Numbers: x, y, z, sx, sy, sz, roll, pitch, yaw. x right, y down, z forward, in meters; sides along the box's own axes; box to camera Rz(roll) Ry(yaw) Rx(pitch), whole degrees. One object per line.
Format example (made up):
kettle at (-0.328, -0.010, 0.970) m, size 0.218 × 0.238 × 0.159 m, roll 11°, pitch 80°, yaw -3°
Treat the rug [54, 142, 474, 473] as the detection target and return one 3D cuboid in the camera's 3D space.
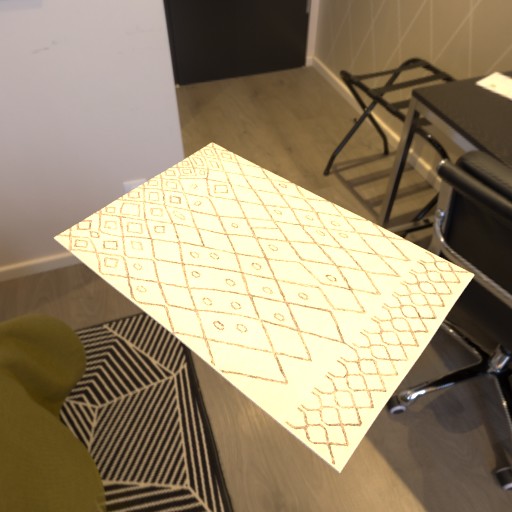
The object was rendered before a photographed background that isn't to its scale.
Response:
rug at (0.000, 0.000, 2.298) m, size 1.828 × 0.015 × 1.222 m, roll 32°, pitch 55°, yaw 26°
